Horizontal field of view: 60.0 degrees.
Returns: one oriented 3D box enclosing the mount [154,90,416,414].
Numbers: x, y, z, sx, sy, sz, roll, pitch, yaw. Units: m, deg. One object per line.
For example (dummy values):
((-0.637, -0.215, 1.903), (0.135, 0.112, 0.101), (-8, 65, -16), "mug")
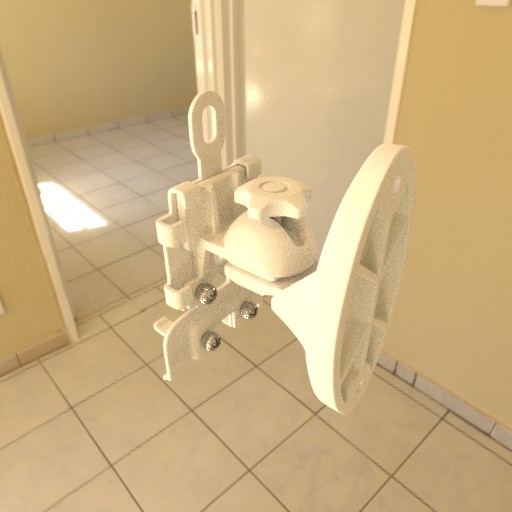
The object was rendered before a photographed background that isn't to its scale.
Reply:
((0.000, 0.000, 0.173), (0.100, 0.118, 0.066), (23, 39, 31), "mount")
